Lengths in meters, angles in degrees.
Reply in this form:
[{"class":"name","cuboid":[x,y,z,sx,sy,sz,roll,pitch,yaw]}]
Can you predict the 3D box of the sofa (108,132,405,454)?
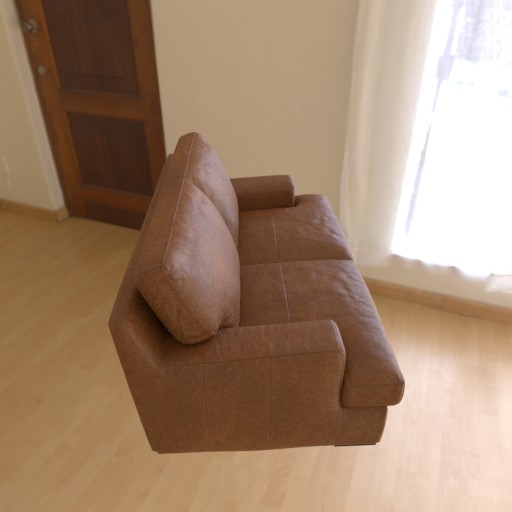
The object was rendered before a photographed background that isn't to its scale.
[{"class":"sofa","cuboid":[0.000,0.000,2.482,1.144,0.966,1.880,-1,32,-2]}]
